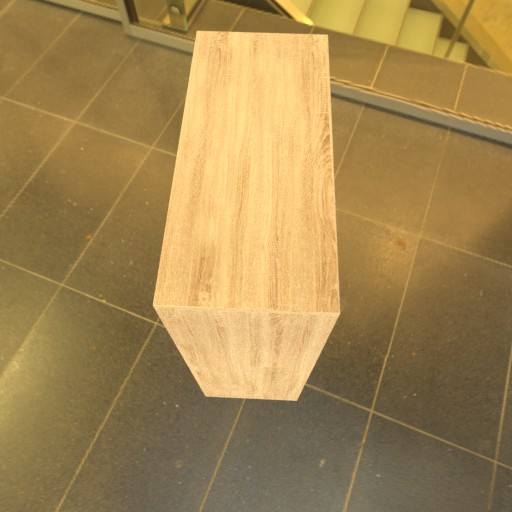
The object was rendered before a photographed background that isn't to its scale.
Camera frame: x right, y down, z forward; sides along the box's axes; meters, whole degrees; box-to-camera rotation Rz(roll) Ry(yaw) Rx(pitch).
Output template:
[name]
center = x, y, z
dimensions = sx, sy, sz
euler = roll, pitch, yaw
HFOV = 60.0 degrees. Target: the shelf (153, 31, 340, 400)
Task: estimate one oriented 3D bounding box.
[shelf]
center = 0.000, 0.000, 1.902
dimensions = 0.450, 1.390, 1.000
euler = 2, 63, 1
